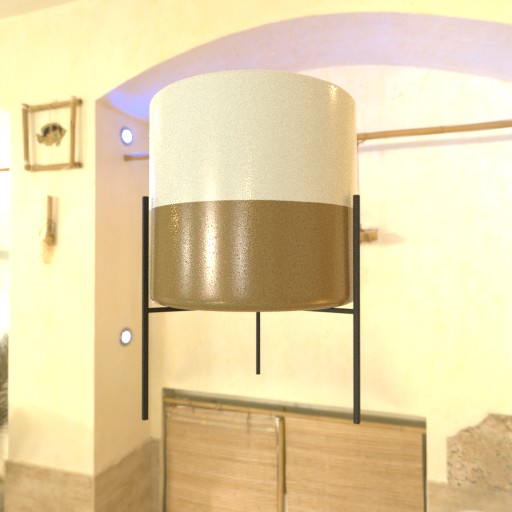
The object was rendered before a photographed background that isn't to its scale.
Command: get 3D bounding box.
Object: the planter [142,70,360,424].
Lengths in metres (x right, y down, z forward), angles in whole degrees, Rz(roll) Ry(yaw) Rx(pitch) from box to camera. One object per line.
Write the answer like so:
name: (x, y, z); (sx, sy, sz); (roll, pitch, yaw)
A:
planter: (0.000, 0.000, 0.660); (0.310, 0.432, 0.310); (0, -1, 18)
